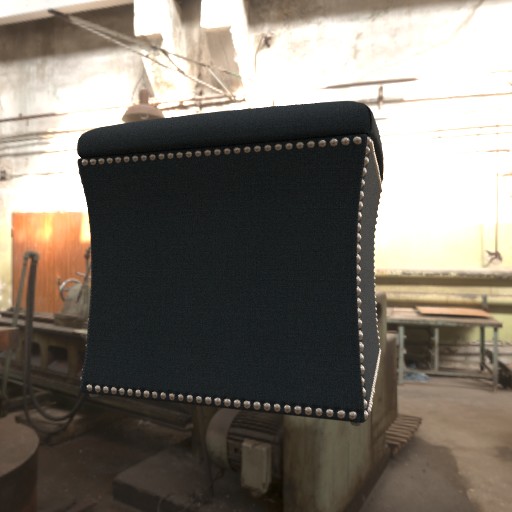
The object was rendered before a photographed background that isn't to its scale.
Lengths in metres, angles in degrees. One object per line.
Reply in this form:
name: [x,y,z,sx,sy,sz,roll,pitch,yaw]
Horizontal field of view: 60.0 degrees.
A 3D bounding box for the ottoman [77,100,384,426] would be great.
ottoman: [0.000,0.000,0.893,0.497,0.475,0.507,0,-1,18]
